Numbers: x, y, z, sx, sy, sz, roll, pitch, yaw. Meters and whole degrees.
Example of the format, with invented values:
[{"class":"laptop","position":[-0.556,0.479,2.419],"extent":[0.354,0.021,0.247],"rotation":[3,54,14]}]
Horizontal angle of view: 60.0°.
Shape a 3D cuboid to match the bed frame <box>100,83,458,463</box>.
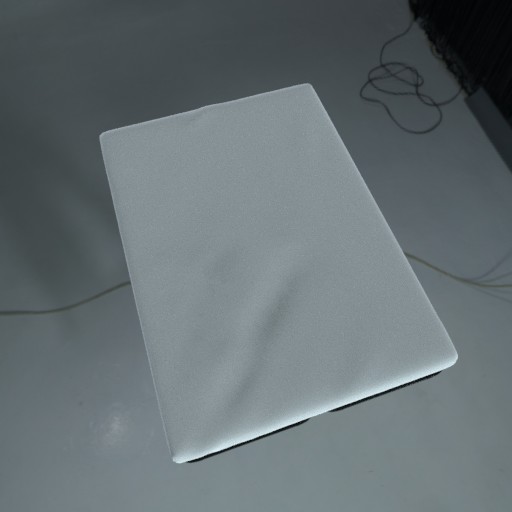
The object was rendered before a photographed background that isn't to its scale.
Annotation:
[{"class":"bed frame","position":[0.000,0.000,2.572],"extent":[1.372,0.637,1.905],"rotation":[-17,64,-8]}]
